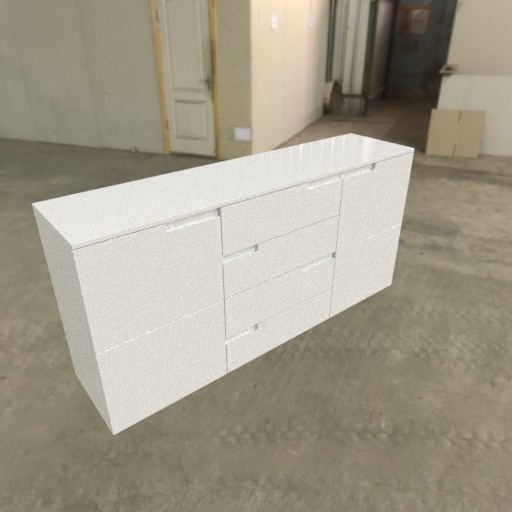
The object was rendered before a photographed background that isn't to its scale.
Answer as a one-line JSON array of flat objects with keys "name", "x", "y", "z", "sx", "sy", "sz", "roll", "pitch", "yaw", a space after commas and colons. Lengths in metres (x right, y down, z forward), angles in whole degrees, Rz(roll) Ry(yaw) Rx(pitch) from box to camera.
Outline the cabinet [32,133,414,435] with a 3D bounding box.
[{"name": "cabinet", "x": 0.000, "y": 0.000, "z": 2.026, "sx": 1.650, "sy": 0.800, "sz": 0.400, "roll": -21, "pitch": 35, "yaw": -33}]
